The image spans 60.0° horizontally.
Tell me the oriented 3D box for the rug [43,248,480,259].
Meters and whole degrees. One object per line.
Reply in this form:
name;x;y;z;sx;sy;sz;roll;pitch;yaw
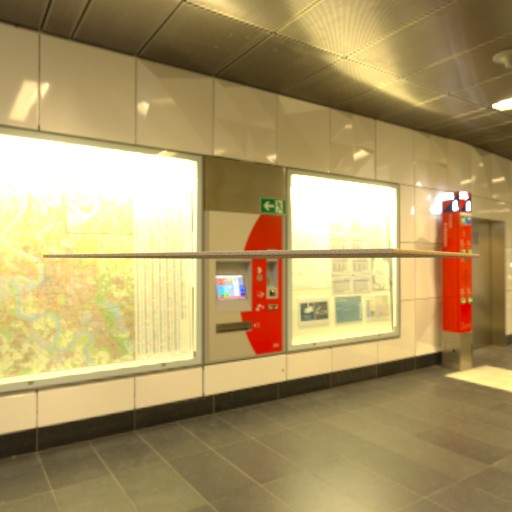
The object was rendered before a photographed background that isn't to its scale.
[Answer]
rug;0.000;0.000;2.224;1.828;0.015;1.222;-1;-1;37
